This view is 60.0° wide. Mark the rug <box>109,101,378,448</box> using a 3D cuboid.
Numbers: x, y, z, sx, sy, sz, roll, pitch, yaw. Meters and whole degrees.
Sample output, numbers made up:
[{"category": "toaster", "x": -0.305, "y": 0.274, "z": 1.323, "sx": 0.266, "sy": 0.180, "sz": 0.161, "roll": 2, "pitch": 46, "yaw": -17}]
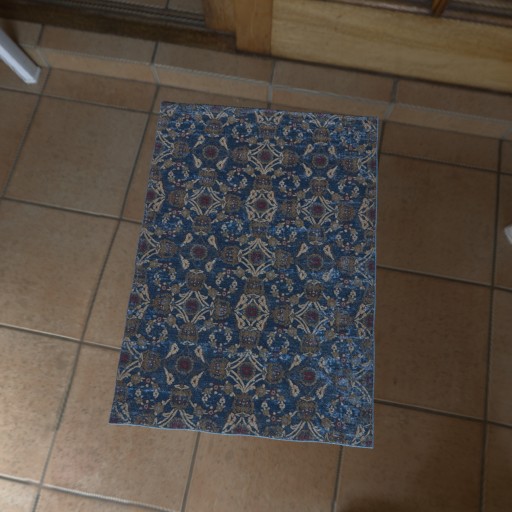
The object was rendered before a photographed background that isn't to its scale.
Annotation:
[{"category": "rug", "x": 0.000, "y": 0.000, "z": 2.902, "sx": 1.567, "sy": 0.014, "sz": 2.207, "roll": 5, "pitch": 75, "yaw": 1}]
